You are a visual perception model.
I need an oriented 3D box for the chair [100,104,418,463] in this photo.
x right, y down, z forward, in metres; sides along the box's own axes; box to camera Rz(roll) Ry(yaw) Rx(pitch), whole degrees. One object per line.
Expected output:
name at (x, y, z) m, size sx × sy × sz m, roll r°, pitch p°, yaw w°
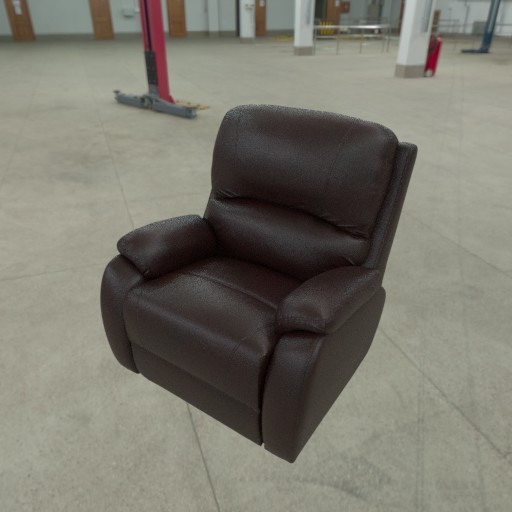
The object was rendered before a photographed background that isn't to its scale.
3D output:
chair at (0.000, 0.000, 1.729) m, size 0.930 × 1.011 × 0.899 m, roll 18°, pitch 34°, yaw 29°
